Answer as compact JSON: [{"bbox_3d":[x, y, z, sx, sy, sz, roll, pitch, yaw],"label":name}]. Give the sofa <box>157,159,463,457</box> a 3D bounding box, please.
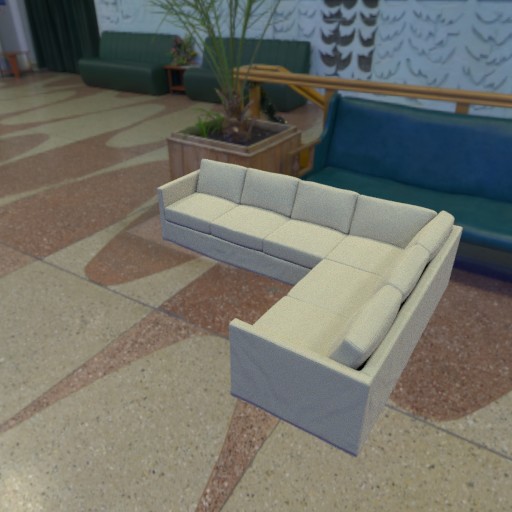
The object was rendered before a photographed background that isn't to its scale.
[{"bbox_3d":[0.000,0.000,4.267,3.182,0.871,2.432,19,35,29],"label":"sofa"}]
